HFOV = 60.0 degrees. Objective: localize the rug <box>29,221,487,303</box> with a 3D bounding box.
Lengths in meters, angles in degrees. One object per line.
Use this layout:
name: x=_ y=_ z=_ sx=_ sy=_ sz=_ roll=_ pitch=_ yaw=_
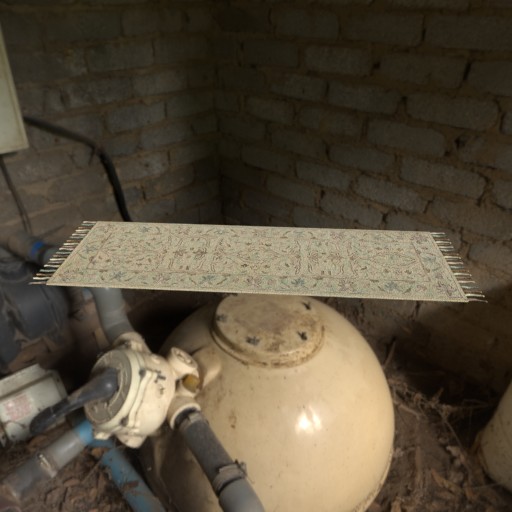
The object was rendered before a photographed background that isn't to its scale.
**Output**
rug: x=0.000 y=0.000 z=2.670 sx=2.440 sy=0.013 sz=0.769 roll=2 pitch=31 yaw=3
